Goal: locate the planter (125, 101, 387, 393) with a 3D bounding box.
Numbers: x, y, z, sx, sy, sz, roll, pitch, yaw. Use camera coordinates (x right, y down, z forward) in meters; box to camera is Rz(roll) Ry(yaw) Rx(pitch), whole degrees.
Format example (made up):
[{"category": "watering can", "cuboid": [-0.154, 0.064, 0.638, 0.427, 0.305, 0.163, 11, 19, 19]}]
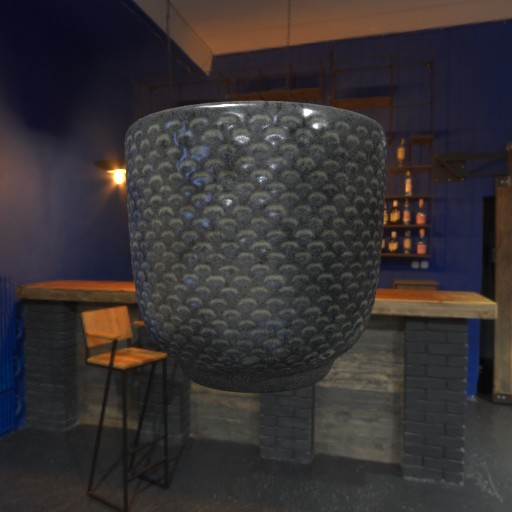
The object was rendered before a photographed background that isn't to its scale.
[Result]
[{"category": "planter", "cuboid": [0.000, 0.000, 0.247, 0.140, 0.129, 0.140, 0, 2, 0]}]
